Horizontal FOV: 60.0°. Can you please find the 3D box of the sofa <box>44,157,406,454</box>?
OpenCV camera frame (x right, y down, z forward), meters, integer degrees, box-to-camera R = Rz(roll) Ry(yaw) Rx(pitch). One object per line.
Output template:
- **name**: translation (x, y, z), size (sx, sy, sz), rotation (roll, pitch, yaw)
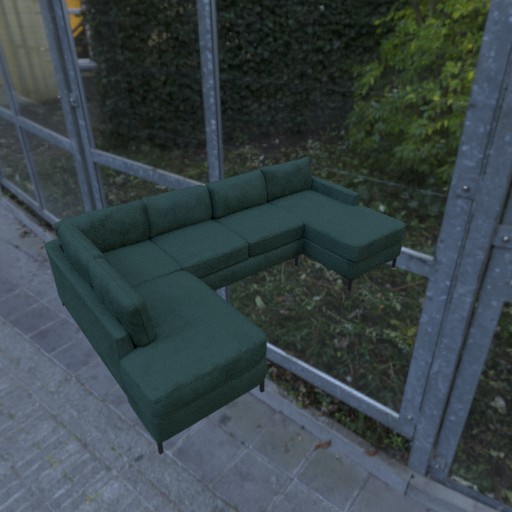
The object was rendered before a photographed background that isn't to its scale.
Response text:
- **sofa**: translation (0.000, 0.000, 3.862), size (2.994, 0.861, 1.992), rotation (-21, 36, -32)
